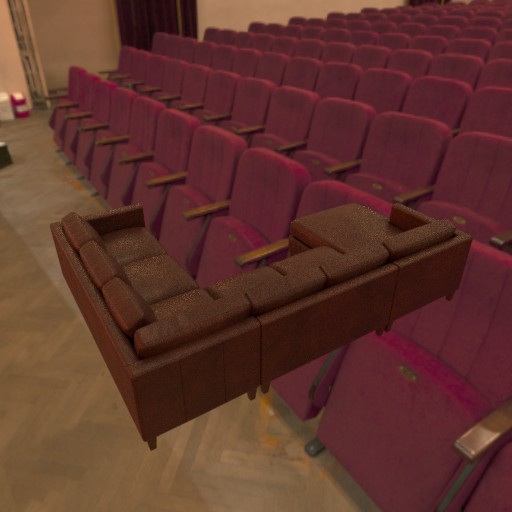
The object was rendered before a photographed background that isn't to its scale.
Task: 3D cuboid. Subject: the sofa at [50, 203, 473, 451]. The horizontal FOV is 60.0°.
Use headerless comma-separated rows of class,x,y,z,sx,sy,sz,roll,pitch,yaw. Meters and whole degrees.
sofa,0.000,0.000,4.440,3.324,0.891,2.452,-18,35,-28
